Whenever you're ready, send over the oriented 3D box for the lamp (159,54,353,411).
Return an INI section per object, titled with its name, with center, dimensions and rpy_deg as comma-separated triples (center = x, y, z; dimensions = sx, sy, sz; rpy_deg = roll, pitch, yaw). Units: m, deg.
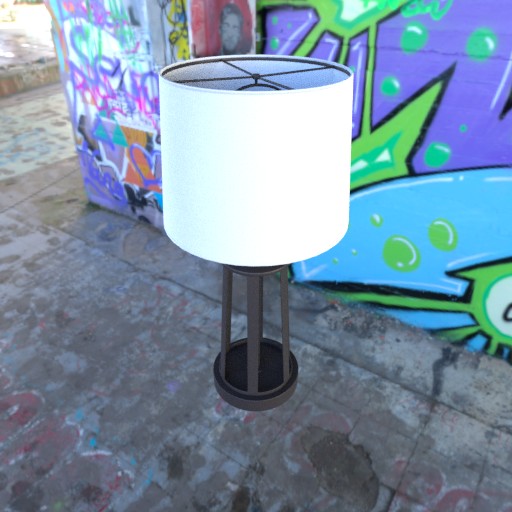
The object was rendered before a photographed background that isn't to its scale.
[lamp]
center = 0.000, 0.000, 0.647
dimensions = 0.251, 0.509, 0.251
rpy_deg = 0, 33, 0
